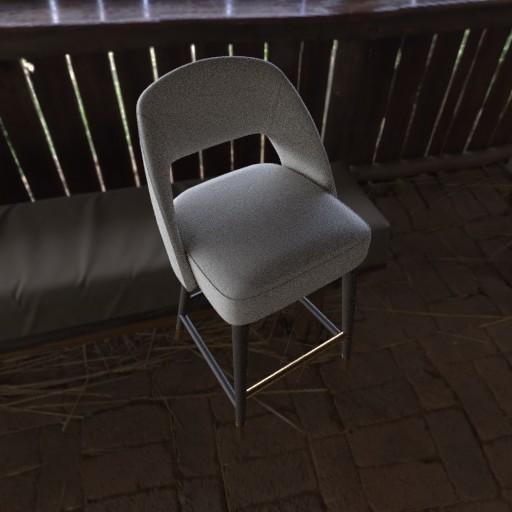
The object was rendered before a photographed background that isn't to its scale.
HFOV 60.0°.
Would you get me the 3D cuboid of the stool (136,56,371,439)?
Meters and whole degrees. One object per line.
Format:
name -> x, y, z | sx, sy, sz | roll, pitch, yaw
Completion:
stool -> 0.000, 0.000, 1.266 | 0.494, 0.940, 0.509 | -25, 50, -23
